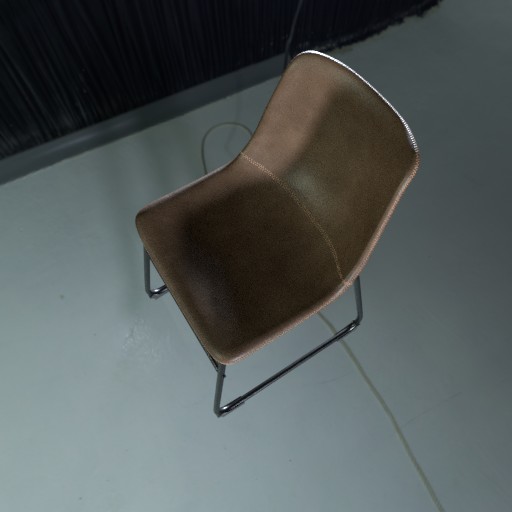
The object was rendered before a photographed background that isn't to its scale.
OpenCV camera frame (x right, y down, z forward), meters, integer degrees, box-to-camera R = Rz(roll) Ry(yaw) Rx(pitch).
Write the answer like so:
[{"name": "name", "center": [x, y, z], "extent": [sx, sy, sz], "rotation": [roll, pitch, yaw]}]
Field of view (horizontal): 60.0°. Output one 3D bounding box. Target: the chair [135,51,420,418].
[{"name": "chair", "center": [0.000, 0.000, 1.100], "extent": [0.551, 0.780, 0.460], "rotation": [-30, 67, -14]}]
